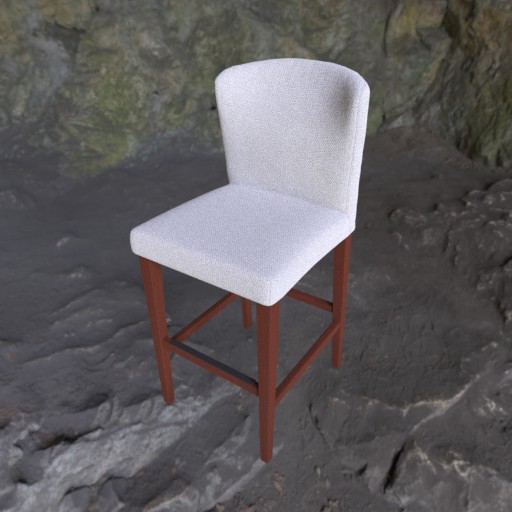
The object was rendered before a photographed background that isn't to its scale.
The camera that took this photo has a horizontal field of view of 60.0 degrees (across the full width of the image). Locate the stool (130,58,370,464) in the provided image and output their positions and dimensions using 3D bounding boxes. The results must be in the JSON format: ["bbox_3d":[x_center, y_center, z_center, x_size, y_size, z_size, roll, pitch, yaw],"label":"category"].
[{"bbox_3d":[0.000,0.000,1.364,0.481,1.069,0.568,19,35,29],"label":"stool"}]
